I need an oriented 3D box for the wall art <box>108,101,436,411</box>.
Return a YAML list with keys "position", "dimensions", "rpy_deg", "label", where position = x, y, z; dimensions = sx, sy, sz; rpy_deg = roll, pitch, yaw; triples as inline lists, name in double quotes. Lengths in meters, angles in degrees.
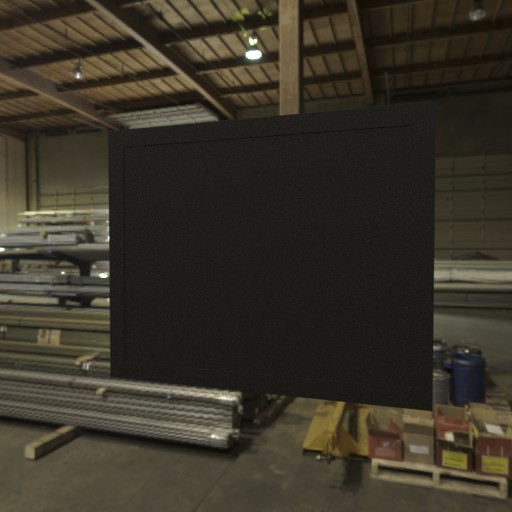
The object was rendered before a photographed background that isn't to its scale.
- position: [0.000, 0.000, 0.542]
  dimensions: [0.404, 0.329, 0.024]
  rpy_deg: [0, 2, 18]
  label: "wall art"
